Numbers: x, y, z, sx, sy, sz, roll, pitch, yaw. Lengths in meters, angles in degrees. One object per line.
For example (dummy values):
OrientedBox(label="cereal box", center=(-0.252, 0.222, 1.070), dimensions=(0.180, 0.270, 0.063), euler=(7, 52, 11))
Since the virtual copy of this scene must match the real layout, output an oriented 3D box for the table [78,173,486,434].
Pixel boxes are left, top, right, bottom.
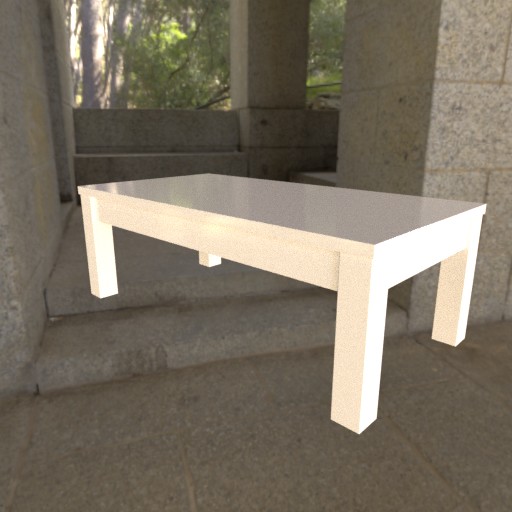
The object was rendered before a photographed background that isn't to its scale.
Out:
OrientedBox(label="table", center=(0.000, 0.000, 1.674), dimensions=(1.350, 0.470, 0.700), euler=(15, 22, 42))
